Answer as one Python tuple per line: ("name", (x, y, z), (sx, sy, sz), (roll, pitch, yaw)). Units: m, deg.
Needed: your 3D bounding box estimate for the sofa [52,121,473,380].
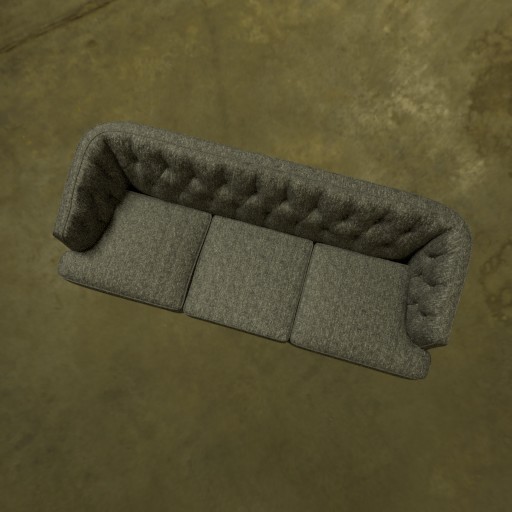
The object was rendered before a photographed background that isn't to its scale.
("sofa", (0.000, 0.000, 2.728), (2.278, 0.855, 0.941), (15, 76, 4))
